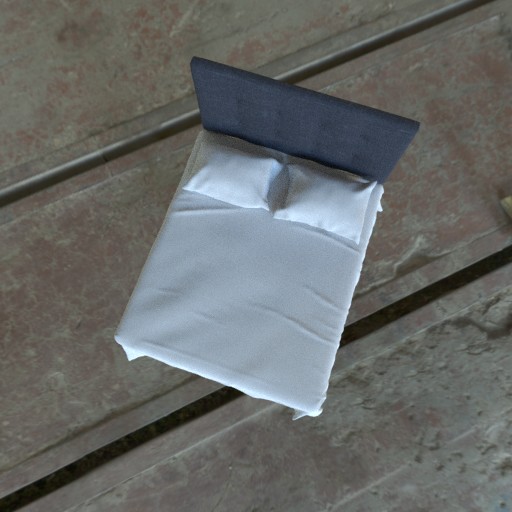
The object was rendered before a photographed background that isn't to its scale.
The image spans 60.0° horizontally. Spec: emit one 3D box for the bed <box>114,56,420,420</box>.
[{"bbox_3d":[0.000,0.000,3.500,1.936,1.577,2.222,18,75,5],"label":"bed"}]
